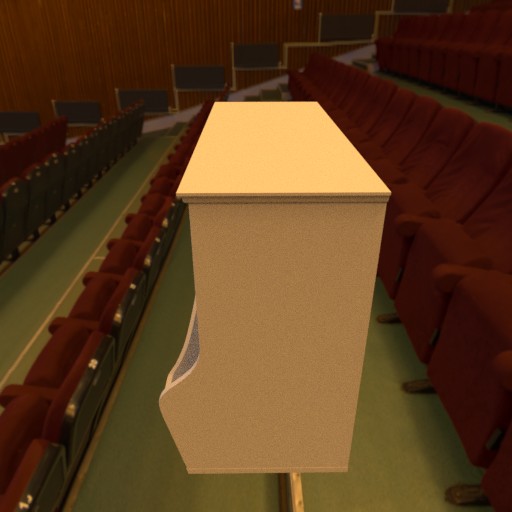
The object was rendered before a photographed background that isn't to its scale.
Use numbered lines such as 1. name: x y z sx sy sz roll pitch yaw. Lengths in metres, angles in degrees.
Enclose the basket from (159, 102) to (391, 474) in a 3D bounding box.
1. basket: 0.000 0.000 1.126 0.376 0.625 0.792 0 28 -1
